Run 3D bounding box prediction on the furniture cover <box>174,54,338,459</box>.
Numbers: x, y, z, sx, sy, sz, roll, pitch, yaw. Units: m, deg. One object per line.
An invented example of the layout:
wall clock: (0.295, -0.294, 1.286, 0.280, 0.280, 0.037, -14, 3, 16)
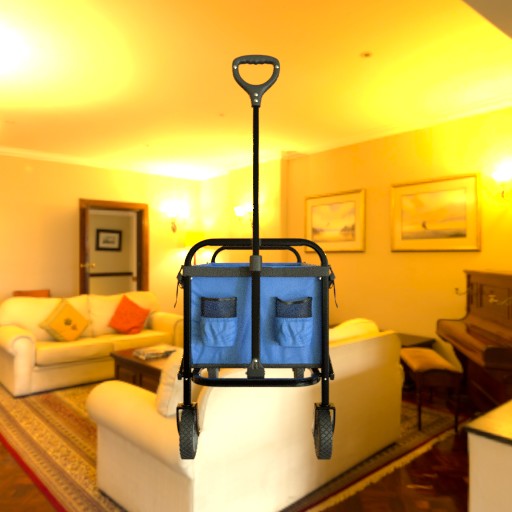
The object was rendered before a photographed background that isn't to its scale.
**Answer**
furniture cover: (0.000, 0.000, 1.799, 0.532, 1.295, 1.038, 0, 0, 0)
